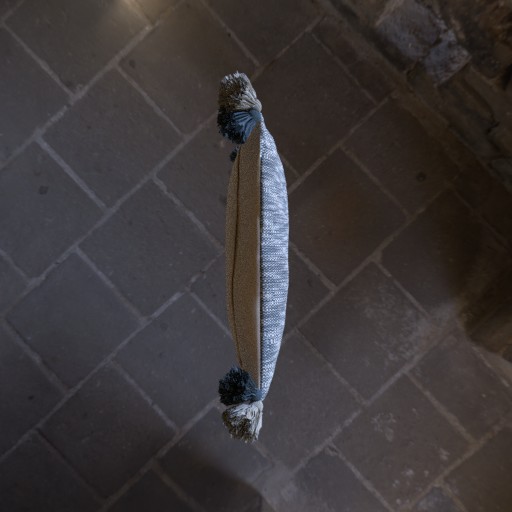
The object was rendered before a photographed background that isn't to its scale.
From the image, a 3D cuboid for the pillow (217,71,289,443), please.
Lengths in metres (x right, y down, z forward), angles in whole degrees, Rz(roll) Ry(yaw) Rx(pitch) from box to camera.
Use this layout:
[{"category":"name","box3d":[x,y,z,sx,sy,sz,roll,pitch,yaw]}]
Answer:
[{"category":"pillow","box3d":[0.000,0.000,0.956,0.138,0.634,0.614,0,91,-1]}]
